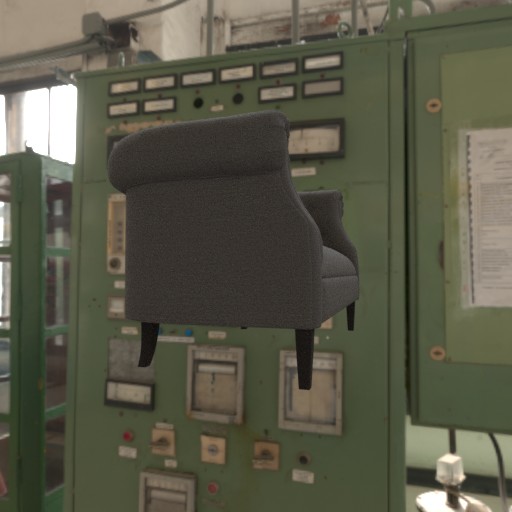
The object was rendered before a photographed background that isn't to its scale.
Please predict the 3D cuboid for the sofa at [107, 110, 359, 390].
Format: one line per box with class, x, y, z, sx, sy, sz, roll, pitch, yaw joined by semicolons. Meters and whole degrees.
sofa;0.000;0.000;2.057;0.835;0.827;1.558;-1;-2;18
